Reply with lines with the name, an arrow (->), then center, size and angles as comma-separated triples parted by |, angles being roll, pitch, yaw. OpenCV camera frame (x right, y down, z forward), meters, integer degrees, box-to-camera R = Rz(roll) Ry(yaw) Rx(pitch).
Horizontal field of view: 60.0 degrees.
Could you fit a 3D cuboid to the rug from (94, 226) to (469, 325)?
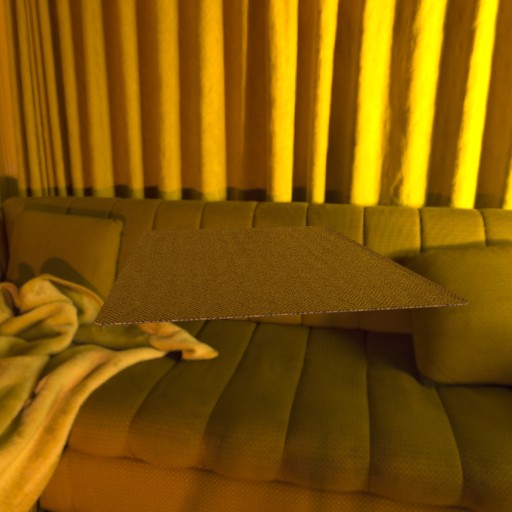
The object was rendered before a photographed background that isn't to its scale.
rug -> 0.000, 0.000, 4.321 | 2.439, 0.014, 3.207 | -2, 13, -9
